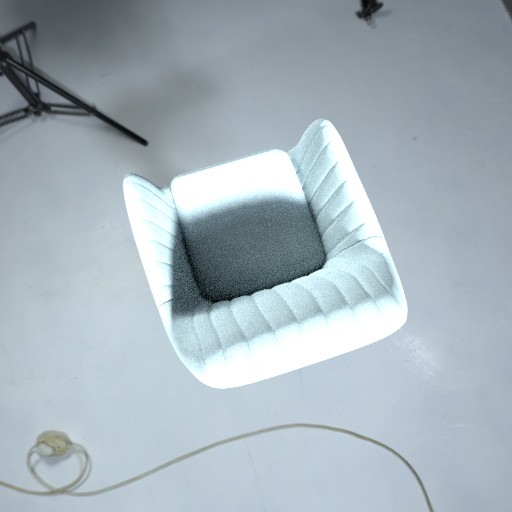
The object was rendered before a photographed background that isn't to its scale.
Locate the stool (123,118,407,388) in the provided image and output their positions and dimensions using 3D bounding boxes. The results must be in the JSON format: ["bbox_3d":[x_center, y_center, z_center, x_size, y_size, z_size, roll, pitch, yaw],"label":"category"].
[{"bbox_3d":[0.000,0.000,1.157,0.503,0.830,0.590,-17,76,-4],"label":"stool"}]
